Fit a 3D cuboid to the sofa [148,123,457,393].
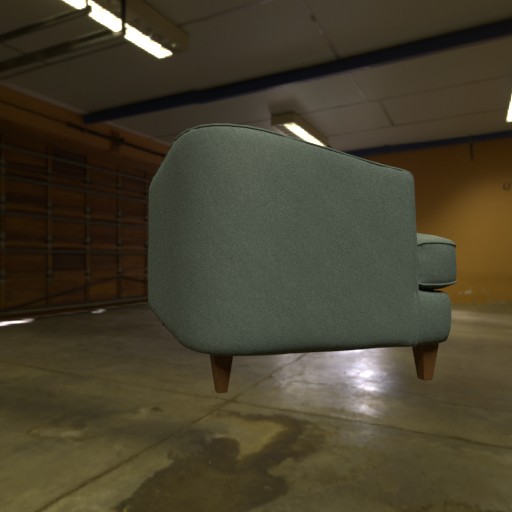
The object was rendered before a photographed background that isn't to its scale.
[{"bbox_3d":[0.000,0.000,2.174,0.941,0.855,1.733,0,0,-18],"label":"sofa"}]
